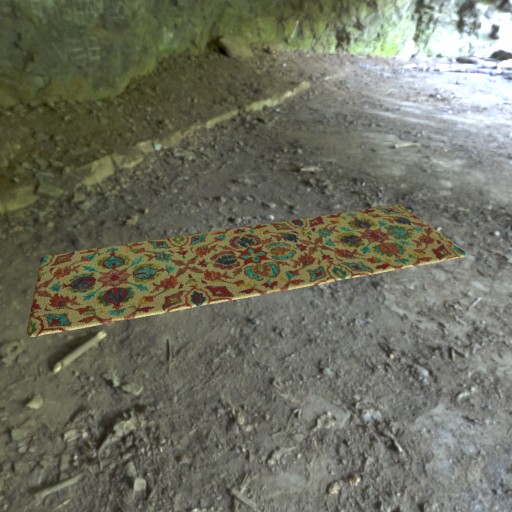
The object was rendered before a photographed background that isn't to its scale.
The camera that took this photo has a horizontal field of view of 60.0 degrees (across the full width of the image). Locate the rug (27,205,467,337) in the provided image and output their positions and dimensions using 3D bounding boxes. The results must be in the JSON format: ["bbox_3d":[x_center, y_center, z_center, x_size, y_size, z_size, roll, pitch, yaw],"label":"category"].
[{"bbox_3d":[0.000,0.000,2.459,2.273,0.016,0.693,-9,33,-15],"label":"rug"}]
